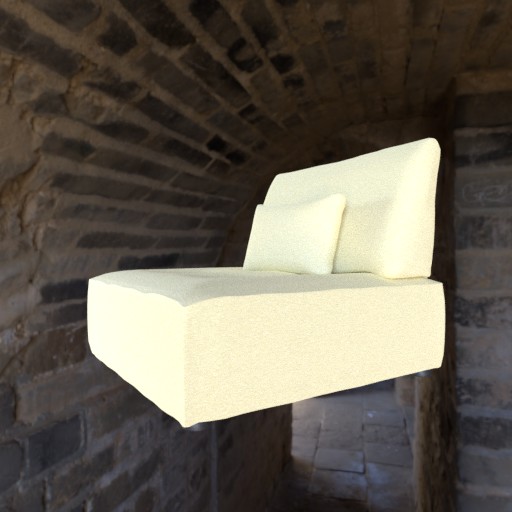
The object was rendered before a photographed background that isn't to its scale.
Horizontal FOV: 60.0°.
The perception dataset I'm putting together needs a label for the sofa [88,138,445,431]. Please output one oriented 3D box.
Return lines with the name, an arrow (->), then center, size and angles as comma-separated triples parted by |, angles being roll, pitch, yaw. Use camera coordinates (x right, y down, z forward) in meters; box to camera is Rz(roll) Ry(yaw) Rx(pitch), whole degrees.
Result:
sofa -> 0.000, 0.000, 1.652 | 1.000, 0.820, 0.930 | 0, 1, -33
